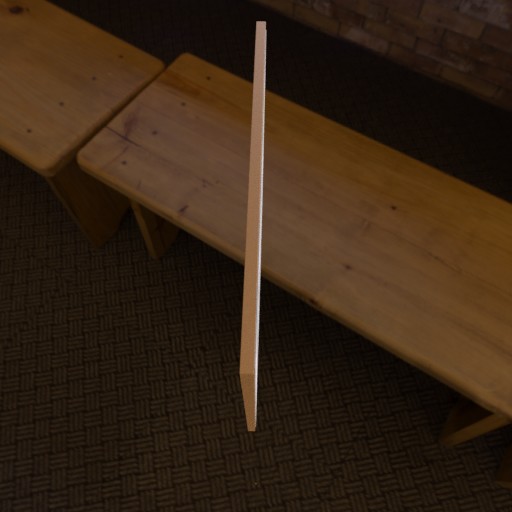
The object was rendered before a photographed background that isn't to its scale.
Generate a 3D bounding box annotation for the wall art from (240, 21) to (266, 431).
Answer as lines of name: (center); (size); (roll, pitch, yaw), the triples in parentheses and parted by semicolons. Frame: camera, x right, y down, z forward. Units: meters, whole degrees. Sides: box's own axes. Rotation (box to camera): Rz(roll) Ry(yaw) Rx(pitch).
wall art: (0.000, 0.000, 0.679); (0.013, 0.455, 0.457); (2, 63, 1)
